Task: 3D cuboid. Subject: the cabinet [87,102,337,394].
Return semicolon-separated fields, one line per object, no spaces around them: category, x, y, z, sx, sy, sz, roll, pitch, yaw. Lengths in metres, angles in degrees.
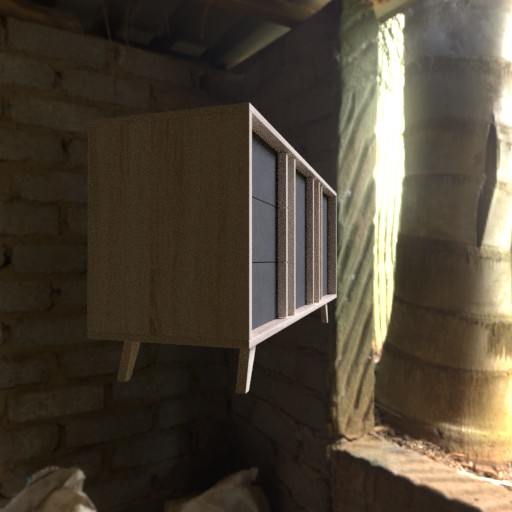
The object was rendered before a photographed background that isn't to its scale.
cabinet;0.000;0.000;2.002;0.500;0.780;1.650;0;-1;18
